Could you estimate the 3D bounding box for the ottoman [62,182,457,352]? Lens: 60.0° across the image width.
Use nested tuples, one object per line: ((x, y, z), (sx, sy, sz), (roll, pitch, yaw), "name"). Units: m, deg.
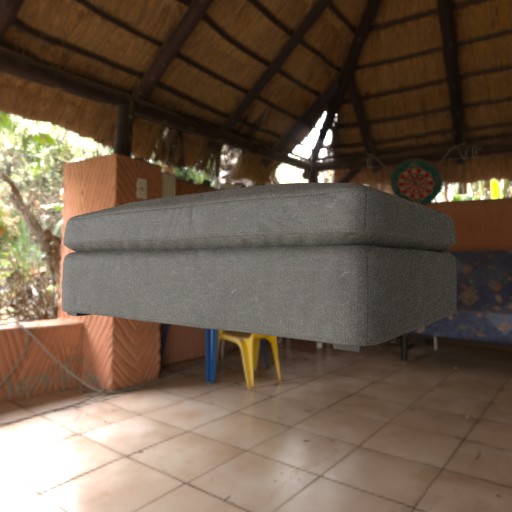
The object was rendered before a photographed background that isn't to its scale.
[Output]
((0.000, 0.000, 1.591), (1.199, 0.429, 0.840), (-1, -1, 36), "ottoman")
